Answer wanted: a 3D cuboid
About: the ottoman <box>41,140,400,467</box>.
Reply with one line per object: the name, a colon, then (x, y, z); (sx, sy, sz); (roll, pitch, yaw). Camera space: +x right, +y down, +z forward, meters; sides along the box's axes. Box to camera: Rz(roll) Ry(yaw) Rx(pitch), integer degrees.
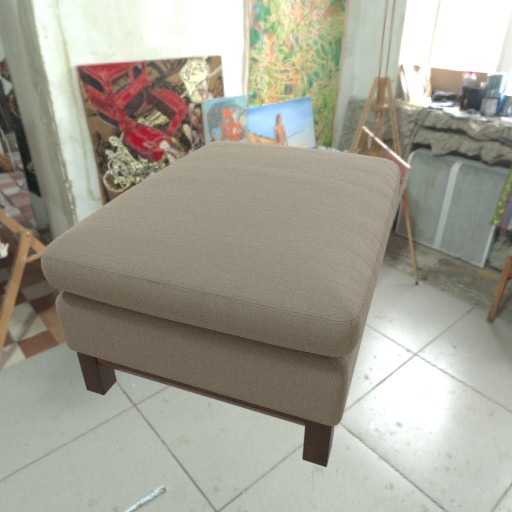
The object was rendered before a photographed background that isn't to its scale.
ottoman: (0.000, 0.000, 1.096); (0.606, 0.420, 0.771); (11, 32, 17)
